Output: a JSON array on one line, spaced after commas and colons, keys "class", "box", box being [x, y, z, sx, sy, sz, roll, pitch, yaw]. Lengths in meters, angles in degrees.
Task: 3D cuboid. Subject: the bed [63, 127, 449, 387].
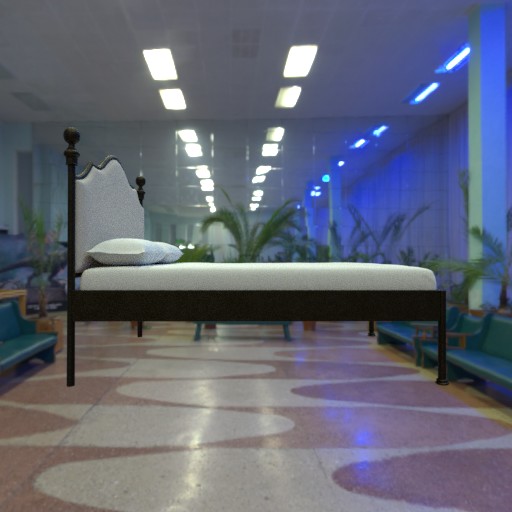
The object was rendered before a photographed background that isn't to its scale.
[{"class": "bed", "box": [0.000, 0.000, 3.338, 2.224, 1.499, 1.642, 0, 0, 0]}]
